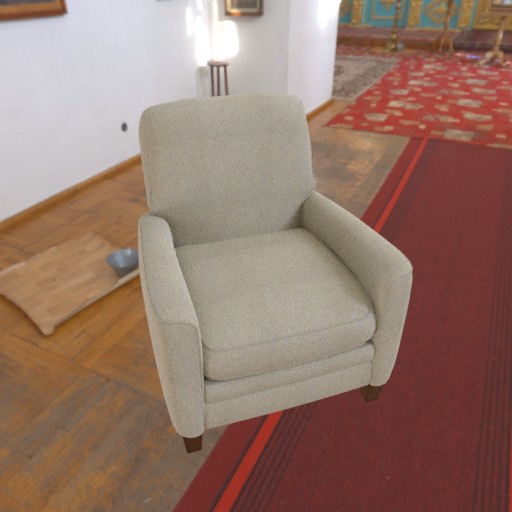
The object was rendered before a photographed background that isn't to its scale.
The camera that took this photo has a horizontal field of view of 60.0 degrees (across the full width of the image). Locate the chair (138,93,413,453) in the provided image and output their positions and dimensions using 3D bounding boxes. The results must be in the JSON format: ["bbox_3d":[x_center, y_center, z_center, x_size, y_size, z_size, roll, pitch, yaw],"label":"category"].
[{"bbox_3d":[0.000,0.000,1.653,0.850,1.006,0.853,-10,33,-15],"label":"chair"}]
